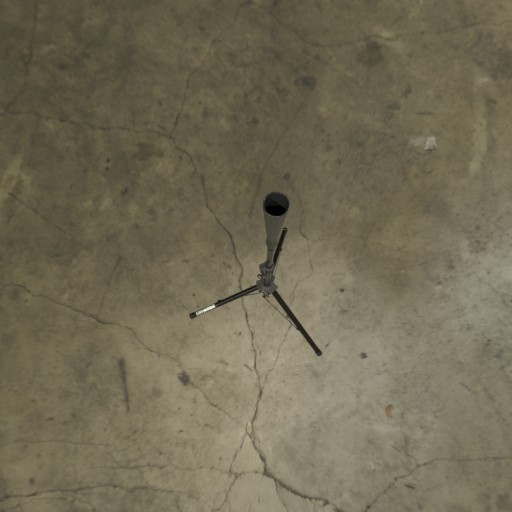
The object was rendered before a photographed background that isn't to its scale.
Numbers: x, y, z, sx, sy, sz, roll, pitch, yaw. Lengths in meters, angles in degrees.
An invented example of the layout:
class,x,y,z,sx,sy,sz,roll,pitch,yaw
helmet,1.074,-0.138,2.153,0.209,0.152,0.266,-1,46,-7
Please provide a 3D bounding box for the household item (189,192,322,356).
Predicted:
class,x,y,z,sx,sy,sz,roll,pitch,yaw
household item,0.000,0.000,1.405,0.559,1.067,0.559,1,74,0
